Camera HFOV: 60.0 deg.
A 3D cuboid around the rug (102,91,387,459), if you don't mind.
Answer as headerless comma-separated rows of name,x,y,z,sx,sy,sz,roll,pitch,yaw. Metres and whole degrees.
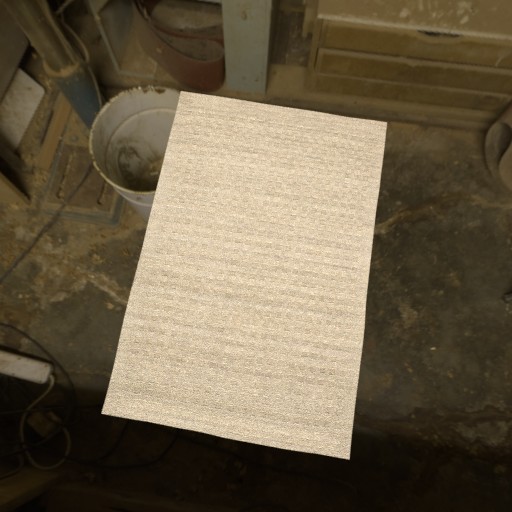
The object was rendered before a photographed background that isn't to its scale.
rug,0.000,0.000,2.962,1.532,0.018,2.297,9,75,2
